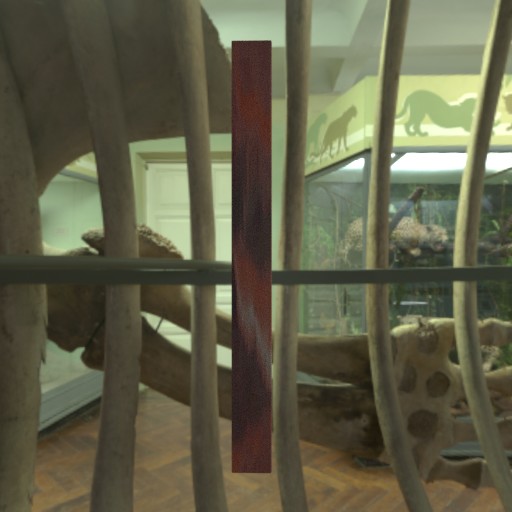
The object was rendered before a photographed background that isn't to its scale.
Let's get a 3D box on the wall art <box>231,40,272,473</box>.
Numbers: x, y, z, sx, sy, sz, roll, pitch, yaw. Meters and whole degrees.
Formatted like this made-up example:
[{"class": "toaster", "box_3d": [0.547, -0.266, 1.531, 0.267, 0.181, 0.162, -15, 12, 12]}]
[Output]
[{"class": "wall art", "box_3d": [0.000, 0.000, 0.616, 0.038, 0.406, 0.403, 0, 0, 1]}]
